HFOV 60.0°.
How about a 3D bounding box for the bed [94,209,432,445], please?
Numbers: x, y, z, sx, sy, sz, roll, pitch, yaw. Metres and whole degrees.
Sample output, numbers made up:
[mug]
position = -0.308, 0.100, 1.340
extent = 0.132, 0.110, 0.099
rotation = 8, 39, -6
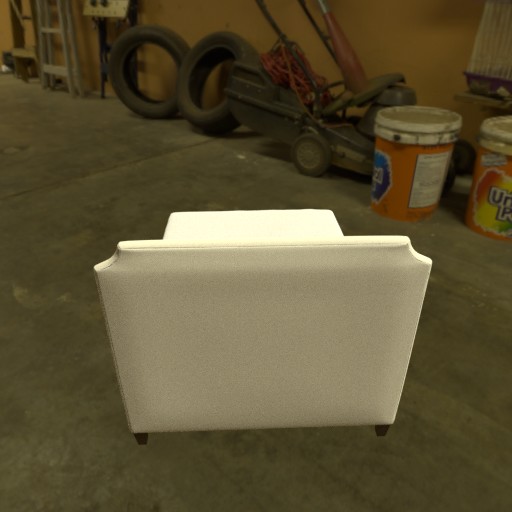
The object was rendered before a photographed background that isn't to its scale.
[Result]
[bed]
position = 0.000, 0.000, 3.517
extent = 1.712, 1.497, 2.372
rotation = -1, 30, -2
